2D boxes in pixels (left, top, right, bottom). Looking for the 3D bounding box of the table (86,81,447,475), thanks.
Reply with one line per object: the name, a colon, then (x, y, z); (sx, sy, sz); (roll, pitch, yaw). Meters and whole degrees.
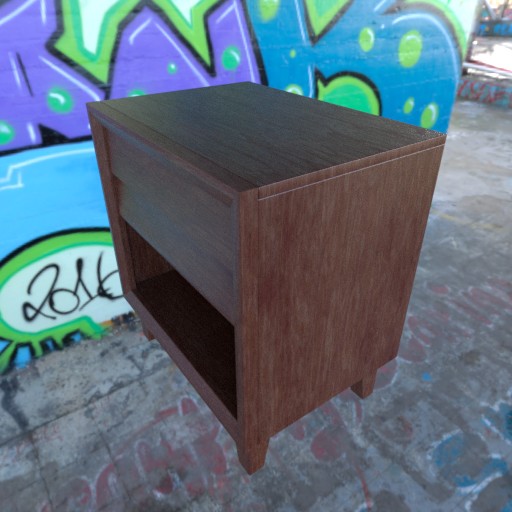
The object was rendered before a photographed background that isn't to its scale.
table: (0.000, 0.000, 0.973); (0.449, 0.609, 0.557); (-21, 37, -30)
